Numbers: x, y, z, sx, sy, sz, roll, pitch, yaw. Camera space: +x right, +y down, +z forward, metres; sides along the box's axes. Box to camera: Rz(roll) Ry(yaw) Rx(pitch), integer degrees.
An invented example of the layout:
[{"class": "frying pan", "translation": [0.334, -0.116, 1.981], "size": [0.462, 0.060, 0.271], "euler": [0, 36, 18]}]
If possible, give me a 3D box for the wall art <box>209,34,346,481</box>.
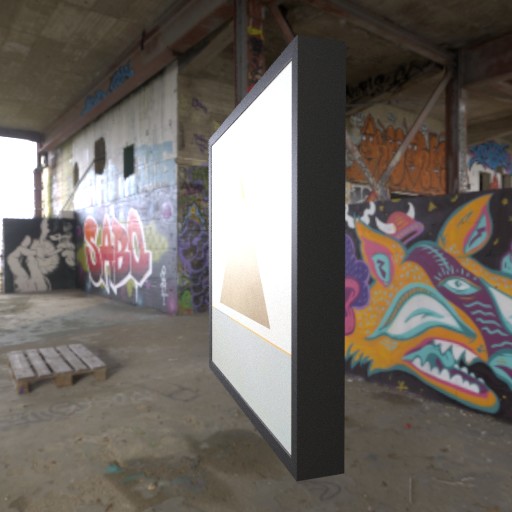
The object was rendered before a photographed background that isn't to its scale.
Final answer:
[{"class": "wall art", "translation": [0.000, 0.000, 0.450], "size": [0.037, 0.303, 0.304], "euler": [0, 1, -17]}]
